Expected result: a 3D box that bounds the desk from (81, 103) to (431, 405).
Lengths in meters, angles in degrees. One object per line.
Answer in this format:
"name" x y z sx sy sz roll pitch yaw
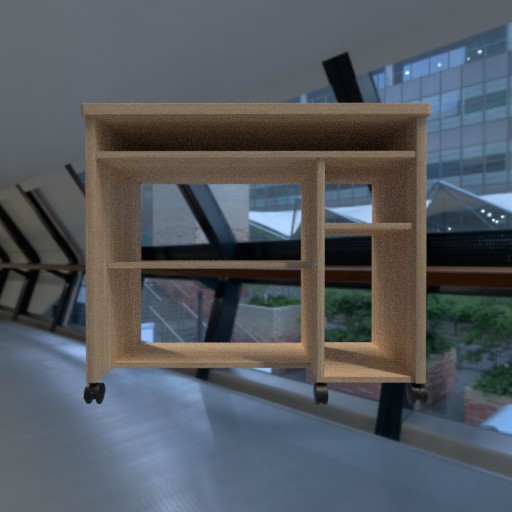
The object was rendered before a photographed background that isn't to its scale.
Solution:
"desk" 0.000 0.000 1.354 0.884 0.770 0.480 0 1 0
